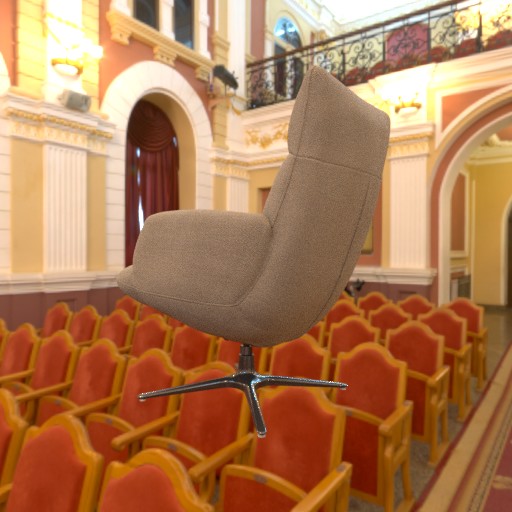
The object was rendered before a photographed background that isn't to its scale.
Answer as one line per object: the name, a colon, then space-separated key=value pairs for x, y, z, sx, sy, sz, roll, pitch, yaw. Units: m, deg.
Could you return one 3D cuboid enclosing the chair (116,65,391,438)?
chair: x=0.000 y=0.000 z=1.596 sx=0.889 sy=1.016 sz=0.711 roll=0 pitch=1 yaw=36
